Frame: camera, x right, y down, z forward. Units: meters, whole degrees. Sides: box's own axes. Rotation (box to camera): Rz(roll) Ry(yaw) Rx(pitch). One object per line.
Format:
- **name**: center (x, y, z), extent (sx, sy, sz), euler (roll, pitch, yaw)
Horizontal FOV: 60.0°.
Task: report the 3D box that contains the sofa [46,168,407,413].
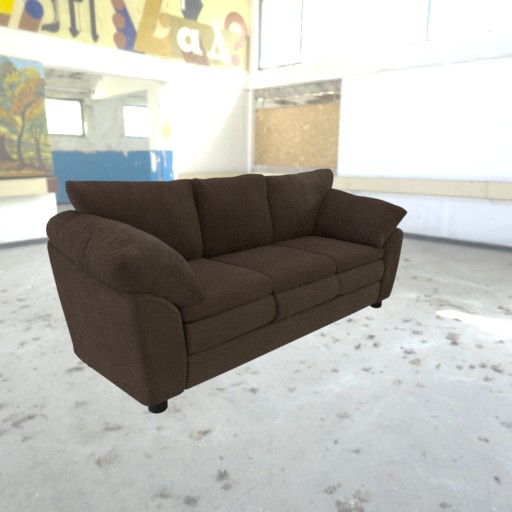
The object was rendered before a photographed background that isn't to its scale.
- **sofa**: center (0.000, 0.000, 2.795), extent (0.878, 1.015, 2.336), euler (13, 18, 43)
